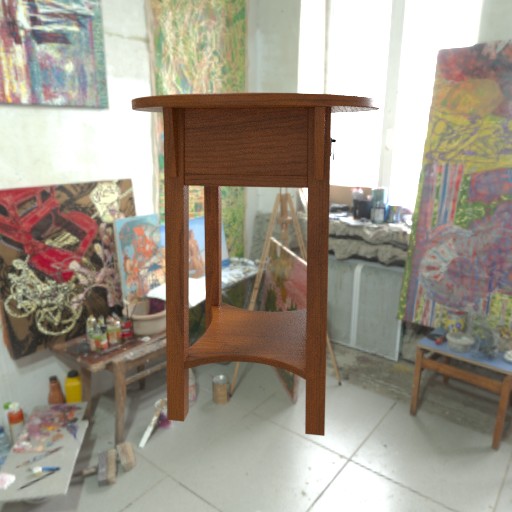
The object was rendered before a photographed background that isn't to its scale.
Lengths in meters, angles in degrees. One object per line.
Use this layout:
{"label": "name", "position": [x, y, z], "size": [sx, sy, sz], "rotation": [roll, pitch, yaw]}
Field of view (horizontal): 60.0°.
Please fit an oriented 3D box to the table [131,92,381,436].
{"label": "table", "position": [0.000, 0.000, 0.926], "size": [0.457, 0.610, 0.457], "rotation": [0, 16, 0]}
